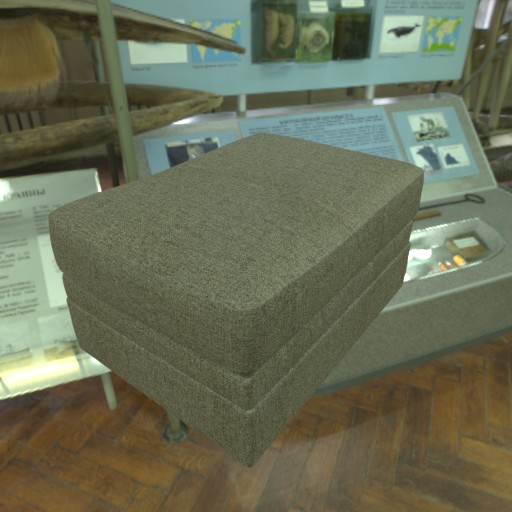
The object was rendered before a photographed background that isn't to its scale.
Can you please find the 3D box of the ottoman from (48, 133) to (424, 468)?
[{"bbox_3d":[0.000,0.000,1.258,0.637,0.478,0.885,21,37,31],"label":"ottoman"}]
